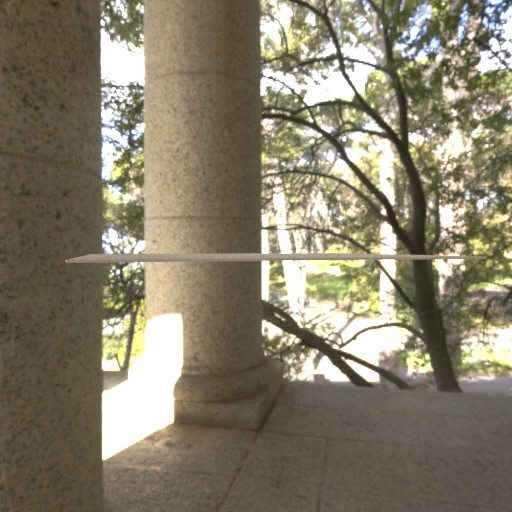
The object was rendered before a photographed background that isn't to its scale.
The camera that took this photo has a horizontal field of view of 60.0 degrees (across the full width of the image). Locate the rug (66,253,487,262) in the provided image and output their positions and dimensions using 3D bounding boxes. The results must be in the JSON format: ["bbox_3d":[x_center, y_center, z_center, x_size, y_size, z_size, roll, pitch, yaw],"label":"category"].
[{"bbox_3d":[0.000,0.000,4.157,3.051,0.020,2.407,0,1,-17],"label":"rug"}]
